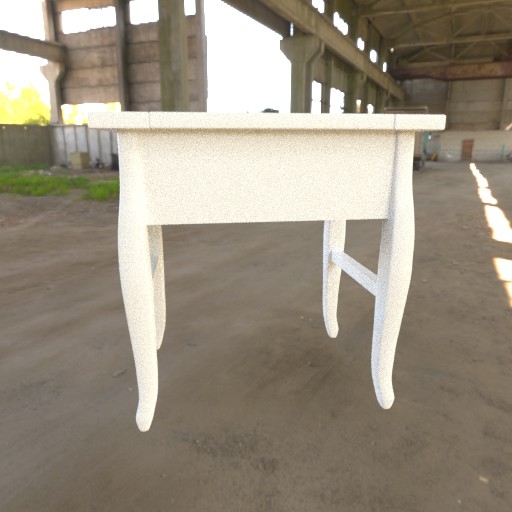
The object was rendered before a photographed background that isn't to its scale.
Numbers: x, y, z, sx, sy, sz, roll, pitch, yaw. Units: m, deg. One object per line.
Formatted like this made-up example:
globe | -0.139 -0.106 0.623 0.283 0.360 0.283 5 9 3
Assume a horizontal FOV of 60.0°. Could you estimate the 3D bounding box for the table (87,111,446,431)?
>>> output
table | 0.000 0.000 1.022 0.599 0.605 0.463 -2 15 -8
